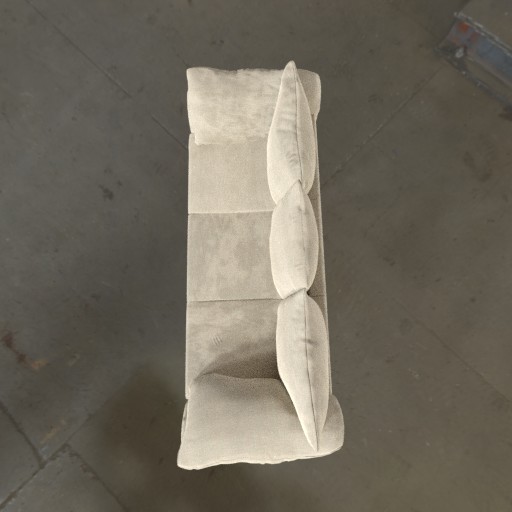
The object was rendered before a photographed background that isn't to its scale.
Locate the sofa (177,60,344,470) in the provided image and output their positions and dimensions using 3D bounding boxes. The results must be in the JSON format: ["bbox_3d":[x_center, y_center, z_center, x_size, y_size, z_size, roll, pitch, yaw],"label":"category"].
[{"bbox_3d":[0.000,0.000,2.821,0.893,0.981,2.377,-1,76,0],"label":"sofa"}]
